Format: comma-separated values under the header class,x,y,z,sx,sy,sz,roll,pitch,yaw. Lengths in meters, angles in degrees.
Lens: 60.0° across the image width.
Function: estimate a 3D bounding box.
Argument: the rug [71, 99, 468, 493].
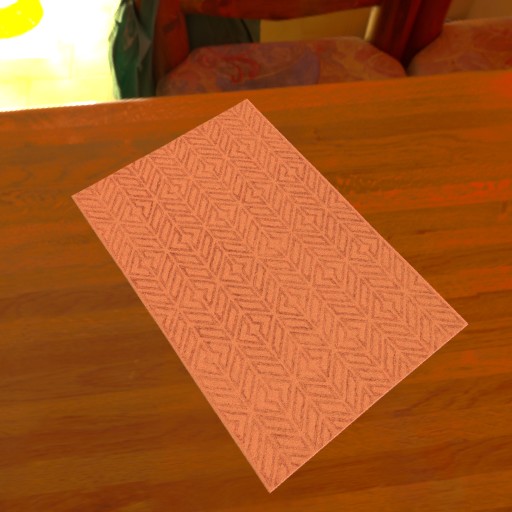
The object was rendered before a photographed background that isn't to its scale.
class,x,y,z,sx,sy,sz,roll,pitch,yaw
rug,0.000,0.000,2.322,1.220,0.007,1.828,-34,69,-15
